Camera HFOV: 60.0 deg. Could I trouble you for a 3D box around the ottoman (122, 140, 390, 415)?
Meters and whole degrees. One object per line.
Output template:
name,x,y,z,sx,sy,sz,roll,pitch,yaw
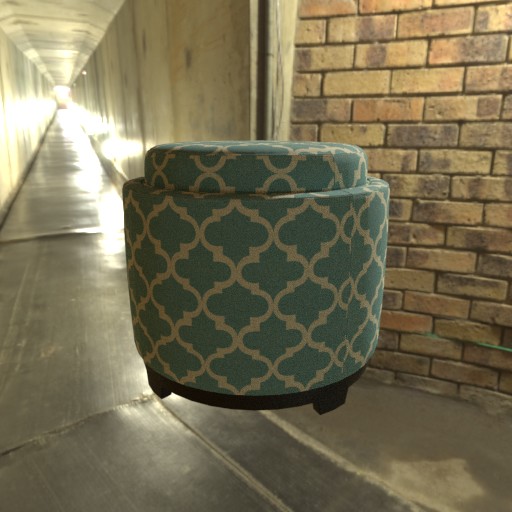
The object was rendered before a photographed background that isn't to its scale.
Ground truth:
ottoman,0.000,0.000,0.853,0.480,0.429,0.480,0,16,0
